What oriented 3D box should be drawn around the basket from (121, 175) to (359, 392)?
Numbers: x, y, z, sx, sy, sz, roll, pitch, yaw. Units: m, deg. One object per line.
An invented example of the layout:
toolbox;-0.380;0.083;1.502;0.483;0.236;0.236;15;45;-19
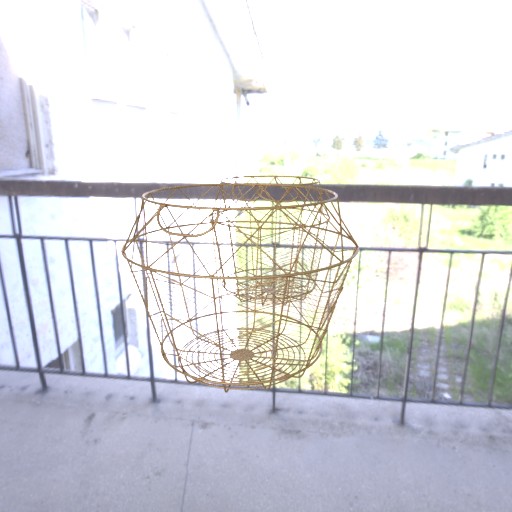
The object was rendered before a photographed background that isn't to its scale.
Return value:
basket;0.000;0.000;1.055;0.451;0.343;0.805;2;15;9
